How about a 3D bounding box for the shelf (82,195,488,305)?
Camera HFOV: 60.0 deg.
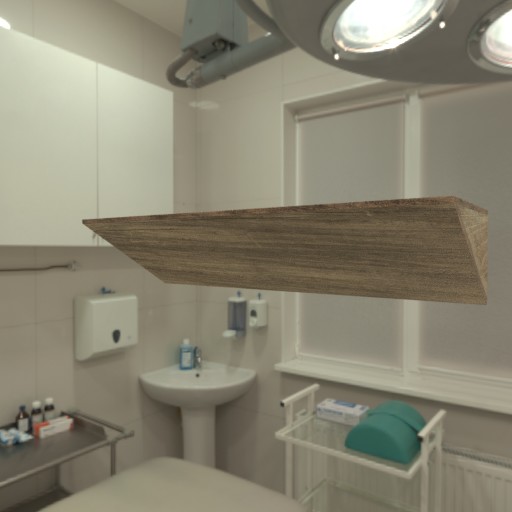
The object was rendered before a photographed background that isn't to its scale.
[{"bbox_3d":[0.000,0.000,0.682,0.610,0.125,0.200,1,1,36],"label":"shelf"}]
